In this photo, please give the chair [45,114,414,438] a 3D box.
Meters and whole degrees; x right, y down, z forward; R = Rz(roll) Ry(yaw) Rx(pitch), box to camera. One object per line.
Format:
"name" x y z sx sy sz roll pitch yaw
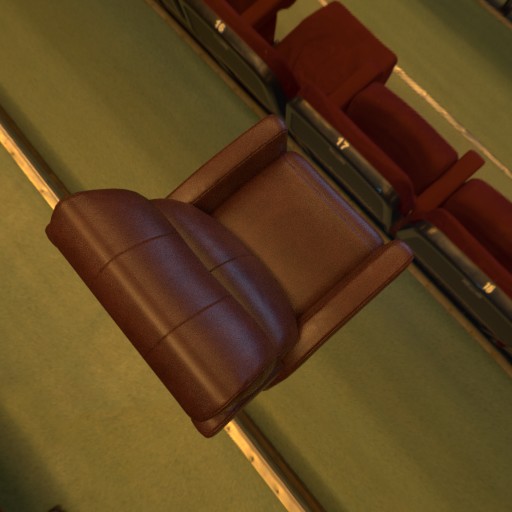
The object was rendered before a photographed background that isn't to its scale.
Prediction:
"chair" 0.000 0.000 1.607 0.939 1.016 0.787 -40 78 -10
